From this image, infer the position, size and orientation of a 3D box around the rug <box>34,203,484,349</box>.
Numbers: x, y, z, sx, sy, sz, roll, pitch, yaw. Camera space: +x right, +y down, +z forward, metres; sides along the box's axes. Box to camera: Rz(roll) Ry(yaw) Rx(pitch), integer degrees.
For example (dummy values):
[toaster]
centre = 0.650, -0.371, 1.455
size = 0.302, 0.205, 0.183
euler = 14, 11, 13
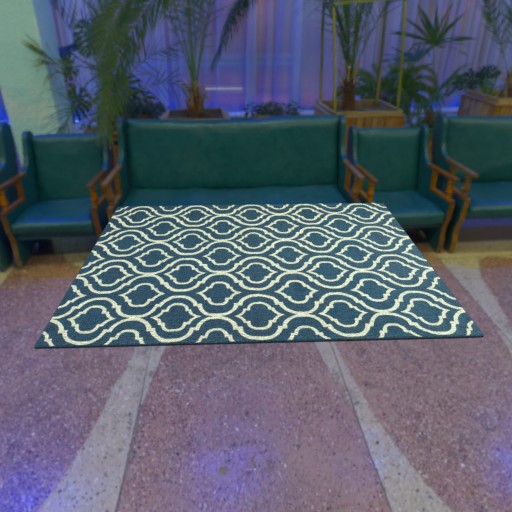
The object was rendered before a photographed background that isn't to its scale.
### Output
[rug]
centre = 0.000, 0.000, 3.821
size = 2.881, 0.020, 2.270
euler = -1, 29, -2
